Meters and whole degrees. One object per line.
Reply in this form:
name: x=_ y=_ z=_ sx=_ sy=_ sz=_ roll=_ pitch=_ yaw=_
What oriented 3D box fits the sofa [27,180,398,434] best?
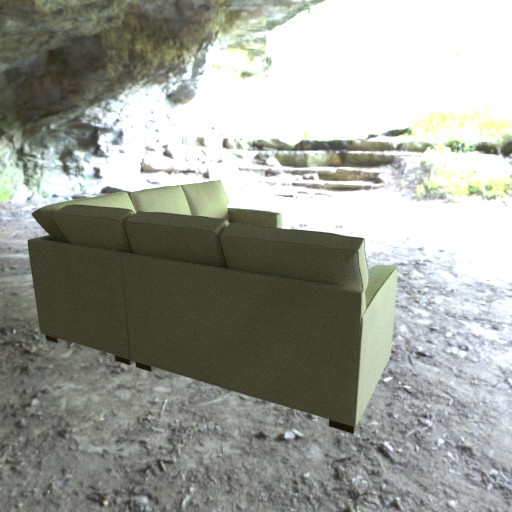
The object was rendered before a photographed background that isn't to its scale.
sofa: x=0.000 y=0.000 z=3.347 sx=2.182 sy=0.939 sz=2.189 roll=8 pitch=17 yaw=27
